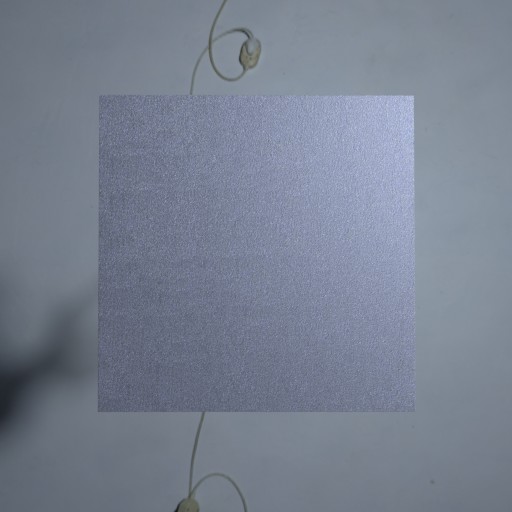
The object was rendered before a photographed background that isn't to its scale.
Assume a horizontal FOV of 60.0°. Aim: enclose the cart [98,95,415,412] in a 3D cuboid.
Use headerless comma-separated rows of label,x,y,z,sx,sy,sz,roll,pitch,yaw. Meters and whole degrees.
cart,0.000,0.000,1.109,0.520,0.762,0.521,0,89,0
